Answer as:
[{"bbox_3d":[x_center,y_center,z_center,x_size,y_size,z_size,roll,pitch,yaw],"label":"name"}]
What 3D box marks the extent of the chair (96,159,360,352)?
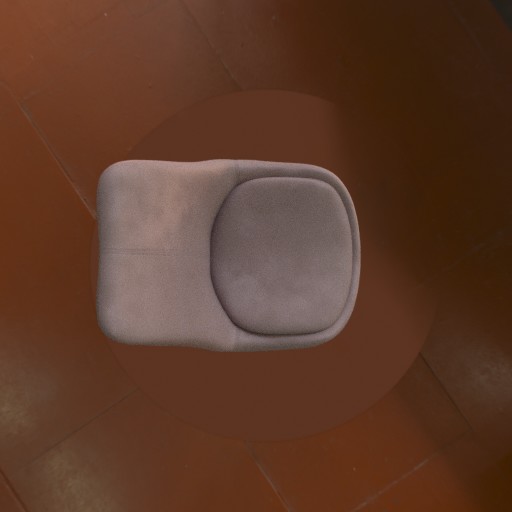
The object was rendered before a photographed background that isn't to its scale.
[{"bbox_3d":[0.000,0.000,1.192,0.547,0.865,0.483,0,89,1],"label":"chair"}]
